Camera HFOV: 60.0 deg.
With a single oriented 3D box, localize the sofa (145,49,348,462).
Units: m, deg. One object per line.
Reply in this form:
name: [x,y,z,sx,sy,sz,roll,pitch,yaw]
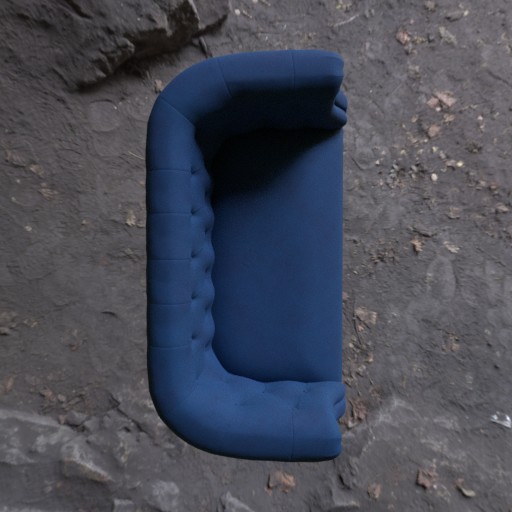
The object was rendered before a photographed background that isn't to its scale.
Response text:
sofa: [0.000,0.000,2.005,0.835,0.827,1.558,0,92,0]
